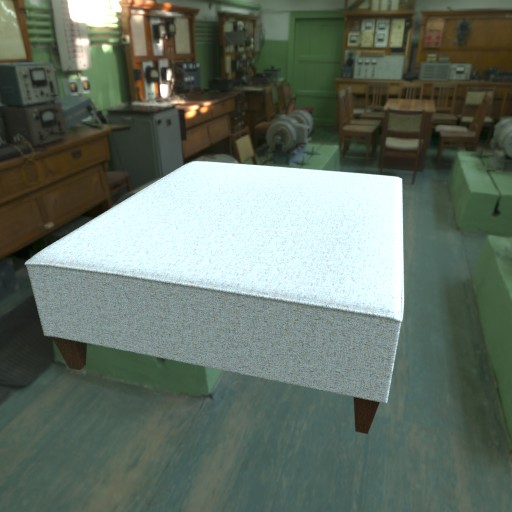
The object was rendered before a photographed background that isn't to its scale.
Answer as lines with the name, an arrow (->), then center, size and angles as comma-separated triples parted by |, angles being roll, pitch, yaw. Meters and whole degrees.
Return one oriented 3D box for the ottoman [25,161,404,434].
ottoman -> 0.000, 0.000, 1.217 | 0.736, 0.303, 0.835 | 7, 27, 15
